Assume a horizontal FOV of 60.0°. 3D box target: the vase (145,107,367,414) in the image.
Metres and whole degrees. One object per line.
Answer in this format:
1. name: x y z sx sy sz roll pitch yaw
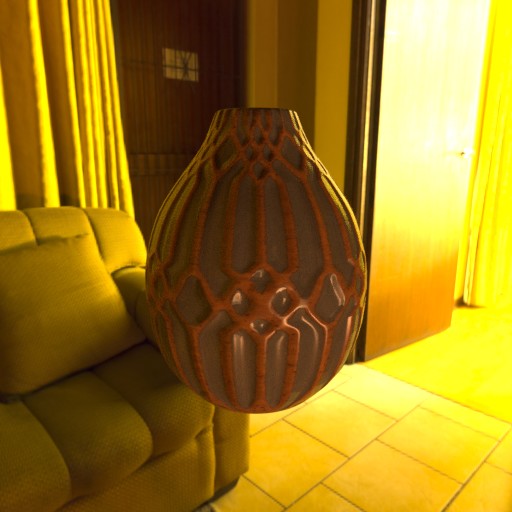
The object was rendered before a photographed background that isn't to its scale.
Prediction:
1. vase: 0.000 0.000 0.140 0.069 0.088 0.069 0 13 0
